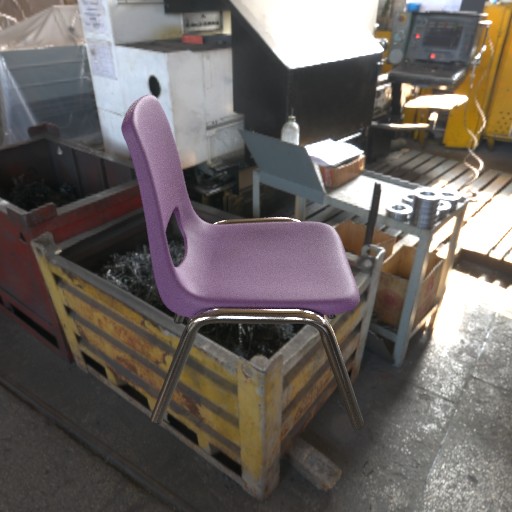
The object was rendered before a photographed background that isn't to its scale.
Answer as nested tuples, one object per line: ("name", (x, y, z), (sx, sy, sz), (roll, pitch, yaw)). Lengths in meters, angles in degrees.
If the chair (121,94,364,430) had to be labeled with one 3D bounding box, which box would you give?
("chair", (0.000, 0.000, 0.858), (0.419, 0.584, 0.356), (0, 32, 0))
